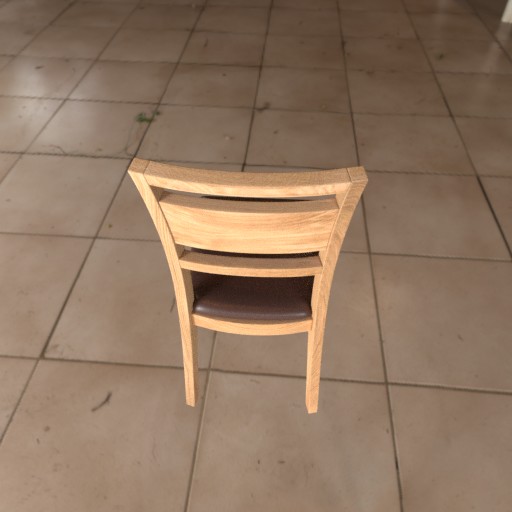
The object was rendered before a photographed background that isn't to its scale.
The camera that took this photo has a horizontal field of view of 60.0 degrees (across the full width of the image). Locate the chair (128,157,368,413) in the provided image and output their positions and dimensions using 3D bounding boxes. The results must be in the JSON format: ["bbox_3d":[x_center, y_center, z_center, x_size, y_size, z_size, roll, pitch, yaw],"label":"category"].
[{"bbox_3d":[0.000,0.000,1.241,0.420,0.940,0.545,3,47,2],"label":"chair"}]
